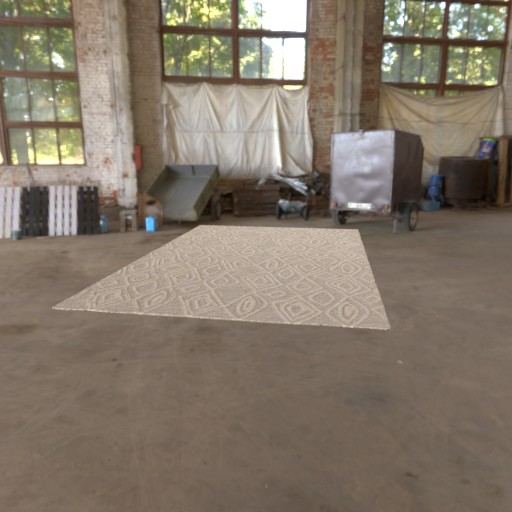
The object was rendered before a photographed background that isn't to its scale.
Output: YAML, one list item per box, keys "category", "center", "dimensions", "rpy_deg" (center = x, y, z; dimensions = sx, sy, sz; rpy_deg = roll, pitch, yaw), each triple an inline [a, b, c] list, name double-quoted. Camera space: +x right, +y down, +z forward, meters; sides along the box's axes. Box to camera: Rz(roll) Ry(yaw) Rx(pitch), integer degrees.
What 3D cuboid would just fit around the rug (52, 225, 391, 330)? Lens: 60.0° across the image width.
- category: "rug"
  center: [0.000, 0.000, 3.120]
  dimensions: [1.546, 0.010, 2.442]
  rpy_deg: [2, 13, 9]
